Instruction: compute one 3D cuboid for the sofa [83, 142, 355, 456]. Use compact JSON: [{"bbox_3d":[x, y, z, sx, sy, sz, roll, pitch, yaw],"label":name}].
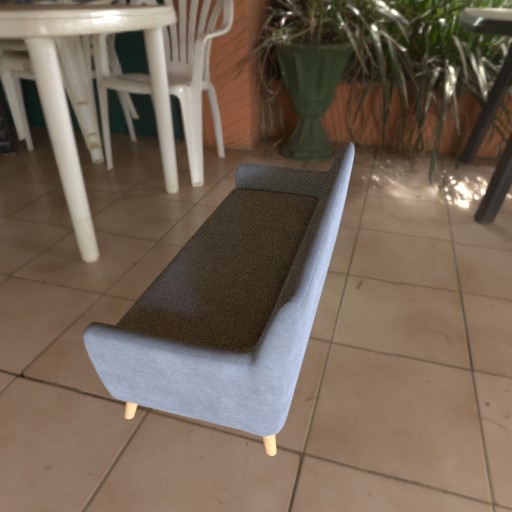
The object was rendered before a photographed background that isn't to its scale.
[{"bbox_3d":[0.000,0.000,2.422,0.830,0.830,1.970,8,32,14],"label":"sofa"}]
